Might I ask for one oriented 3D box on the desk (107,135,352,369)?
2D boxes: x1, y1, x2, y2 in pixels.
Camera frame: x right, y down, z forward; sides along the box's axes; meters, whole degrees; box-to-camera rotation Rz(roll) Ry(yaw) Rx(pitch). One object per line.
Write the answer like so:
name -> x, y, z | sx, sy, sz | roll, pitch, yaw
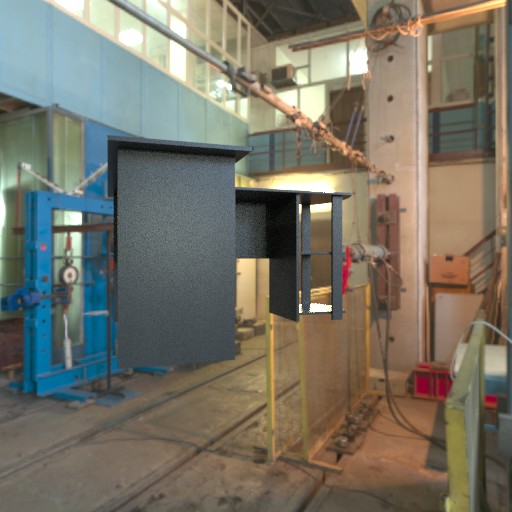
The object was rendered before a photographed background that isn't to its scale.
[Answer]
desk -> 0.000, 0.000, 2.142 | 1.361, 0.716, 1.303 | 0, 0, -19
